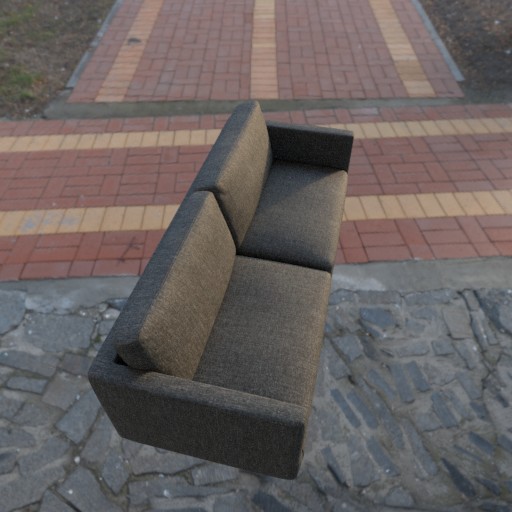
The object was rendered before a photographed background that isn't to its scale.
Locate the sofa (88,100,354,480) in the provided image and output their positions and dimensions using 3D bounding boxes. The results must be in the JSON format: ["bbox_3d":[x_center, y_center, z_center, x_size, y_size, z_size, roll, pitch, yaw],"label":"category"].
[{"bbox_3d":[0.000,0.000,2.671,0.948,0.960,2.208,10,47,9],"label":"sofa"}]
